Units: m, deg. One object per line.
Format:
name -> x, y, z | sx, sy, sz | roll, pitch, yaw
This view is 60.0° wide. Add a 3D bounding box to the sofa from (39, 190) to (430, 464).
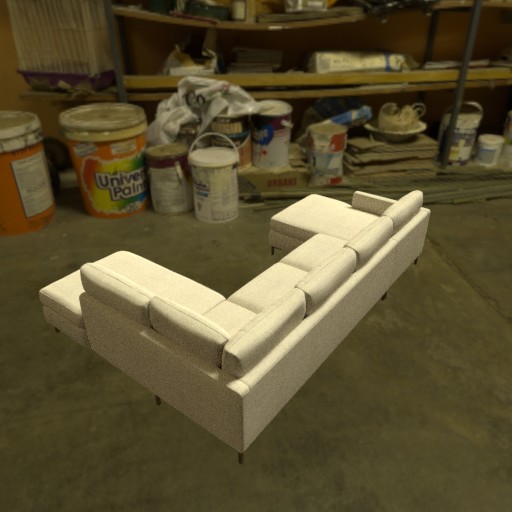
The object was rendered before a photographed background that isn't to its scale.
sofa -> 0.000, 0.000, 3.609 | 1.879, 0.756, 2.737 | 21, 37, 32
